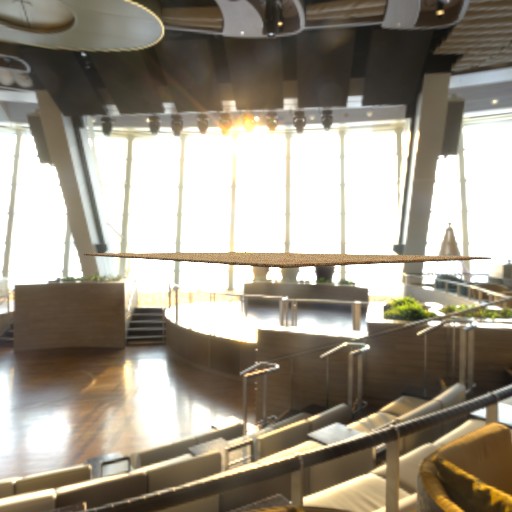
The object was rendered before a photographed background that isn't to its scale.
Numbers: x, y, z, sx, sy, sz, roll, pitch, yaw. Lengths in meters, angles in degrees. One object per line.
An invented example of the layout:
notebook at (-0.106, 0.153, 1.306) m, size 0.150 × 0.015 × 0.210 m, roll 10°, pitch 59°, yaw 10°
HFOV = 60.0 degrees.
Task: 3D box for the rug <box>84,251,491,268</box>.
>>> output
rug at (0.000, 0.000, 2.308) m, size 1.219 × 0.011 × 1.829 m, roll -1°, pitch 2°, yaw -37°
